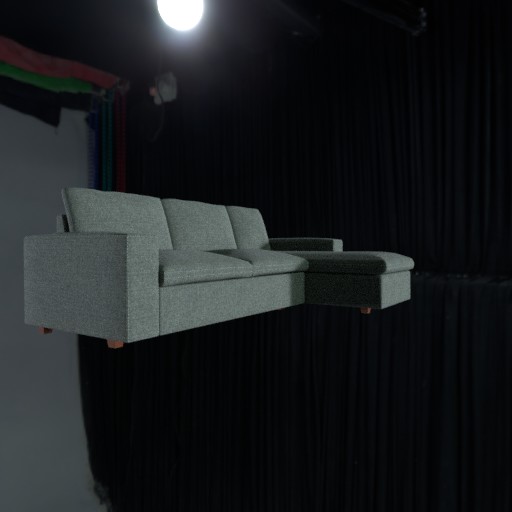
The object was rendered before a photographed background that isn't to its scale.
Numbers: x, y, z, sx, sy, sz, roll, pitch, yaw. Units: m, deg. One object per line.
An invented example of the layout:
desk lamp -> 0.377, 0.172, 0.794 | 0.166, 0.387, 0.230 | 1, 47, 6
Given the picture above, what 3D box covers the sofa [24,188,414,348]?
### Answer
sofa -> 0.000, 0.000, 3.428 | 1.689, 0.940, 2.718 | 1, 2, 34
